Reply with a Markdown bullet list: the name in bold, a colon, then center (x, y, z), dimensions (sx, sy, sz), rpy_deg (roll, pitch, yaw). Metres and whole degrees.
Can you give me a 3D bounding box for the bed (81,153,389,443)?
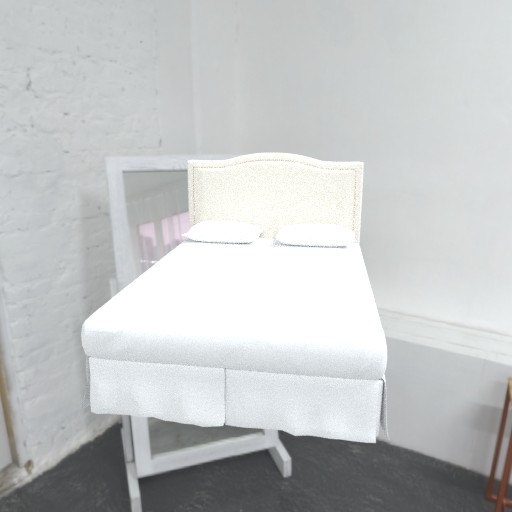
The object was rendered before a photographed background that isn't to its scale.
- **bed**: center (0.000, 0.000, 3.410), dimensions (1.821, 1.436, 2.282), rpy_deg (2, 16, 8)
